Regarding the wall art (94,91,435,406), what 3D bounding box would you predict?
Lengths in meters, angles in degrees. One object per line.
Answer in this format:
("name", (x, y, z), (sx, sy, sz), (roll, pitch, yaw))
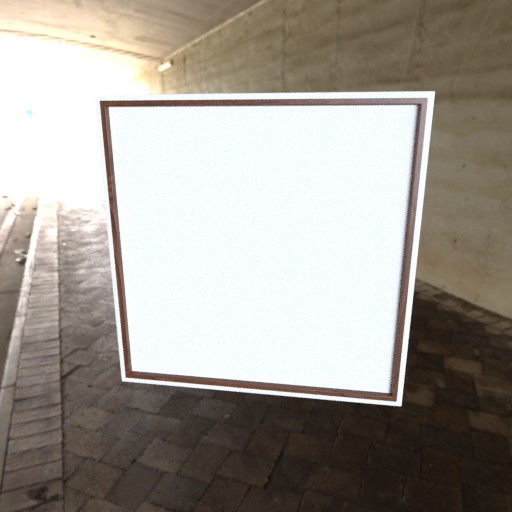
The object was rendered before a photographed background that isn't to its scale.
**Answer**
("wall art", (0.000, 0.000, 1.463), (1.009, 1.009, 0.049), (3, 17, 8))
